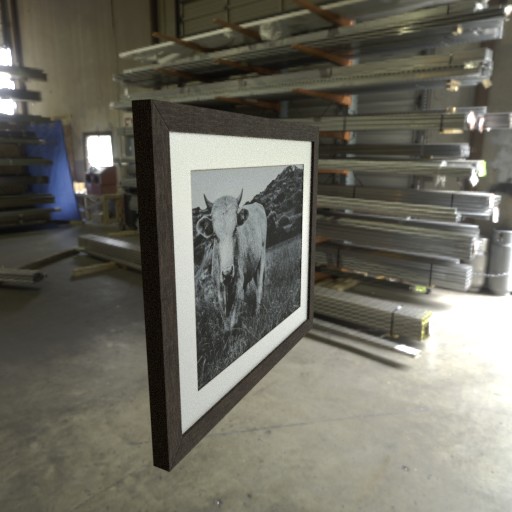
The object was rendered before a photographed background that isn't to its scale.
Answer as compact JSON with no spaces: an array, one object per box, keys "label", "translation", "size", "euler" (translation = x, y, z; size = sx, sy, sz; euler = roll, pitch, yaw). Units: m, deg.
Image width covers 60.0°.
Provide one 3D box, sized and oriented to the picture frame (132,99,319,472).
[{"label":"picture frame","translation":[0.000,0.000,0.762],"size":[0.026,0.455,0.546],"euler":[6,14,26]}]
